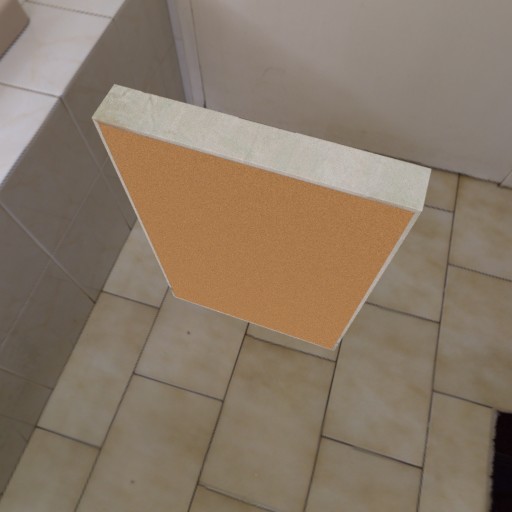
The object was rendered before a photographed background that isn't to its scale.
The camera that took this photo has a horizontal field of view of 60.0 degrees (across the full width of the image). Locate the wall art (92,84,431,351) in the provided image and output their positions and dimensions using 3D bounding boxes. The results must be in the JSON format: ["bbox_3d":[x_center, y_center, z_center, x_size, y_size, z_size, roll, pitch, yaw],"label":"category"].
[{"bbox_3d":[0.000,0.000,0.500,0.254,0.381,0.038,17,65,8],"label":"wall art"}]
